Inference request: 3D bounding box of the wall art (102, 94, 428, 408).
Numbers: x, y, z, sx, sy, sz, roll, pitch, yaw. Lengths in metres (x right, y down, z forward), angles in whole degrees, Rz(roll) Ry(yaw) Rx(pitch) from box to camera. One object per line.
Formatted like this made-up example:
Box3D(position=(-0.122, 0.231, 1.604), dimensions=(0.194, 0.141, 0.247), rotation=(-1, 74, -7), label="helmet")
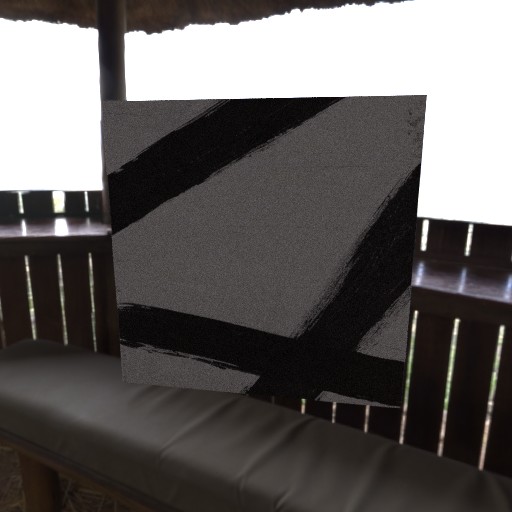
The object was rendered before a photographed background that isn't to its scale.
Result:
Box3D(position=(0.000, 0.000, 1.137), dimensions=(0.765, 0.765, 0.046), rotation=(2, 14, 10), label="wall art")
